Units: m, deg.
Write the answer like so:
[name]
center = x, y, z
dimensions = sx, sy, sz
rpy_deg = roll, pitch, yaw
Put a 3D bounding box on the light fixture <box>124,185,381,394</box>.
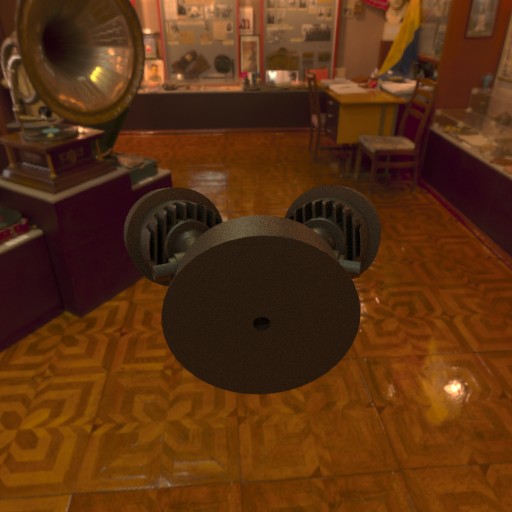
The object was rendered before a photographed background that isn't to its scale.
[light fixture]
center = 0.000, 0.000, 0.317
dimensions = 0.213, 0.120, 0.168
rpy_deg = -1, 30, -2
